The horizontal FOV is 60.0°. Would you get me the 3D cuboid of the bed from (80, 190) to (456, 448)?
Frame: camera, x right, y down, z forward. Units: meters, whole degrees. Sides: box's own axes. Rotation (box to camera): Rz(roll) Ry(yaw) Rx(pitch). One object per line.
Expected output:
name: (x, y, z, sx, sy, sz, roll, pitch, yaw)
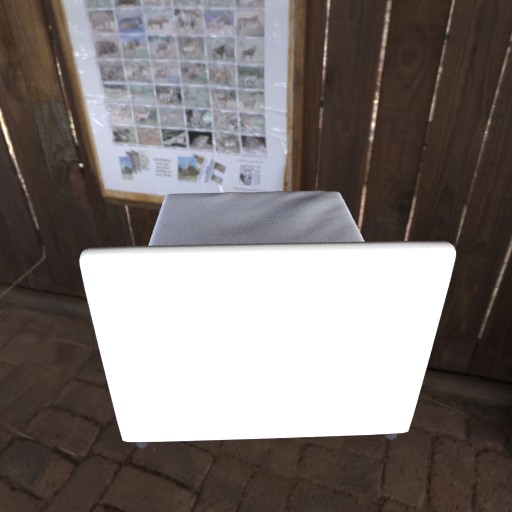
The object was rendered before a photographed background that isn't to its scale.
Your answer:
bed: (0.000, 0.000, 3.135, 1.714, 1.330, 2.147, -1, 31, -2)
